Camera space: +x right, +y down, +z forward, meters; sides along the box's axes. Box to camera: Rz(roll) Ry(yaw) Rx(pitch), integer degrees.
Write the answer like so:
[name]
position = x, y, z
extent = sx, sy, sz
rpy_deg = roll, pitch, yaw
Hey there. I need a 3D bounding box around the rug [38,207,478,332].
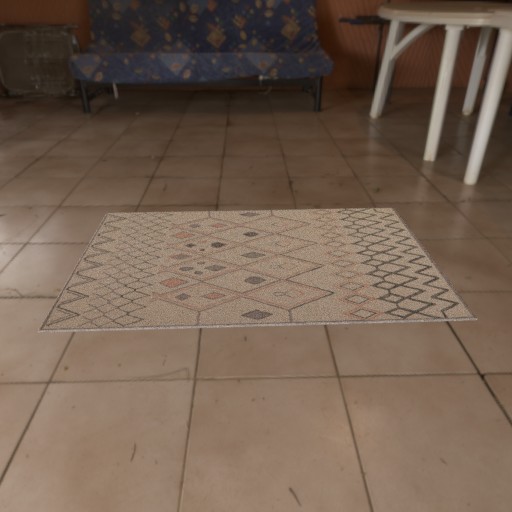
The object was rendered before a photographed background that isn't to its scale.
[rug]
position = 0.000, 0.000, 3.107
extent = 2.438, 0.015, 1.524
rpy_deg = -1, 30, -2
